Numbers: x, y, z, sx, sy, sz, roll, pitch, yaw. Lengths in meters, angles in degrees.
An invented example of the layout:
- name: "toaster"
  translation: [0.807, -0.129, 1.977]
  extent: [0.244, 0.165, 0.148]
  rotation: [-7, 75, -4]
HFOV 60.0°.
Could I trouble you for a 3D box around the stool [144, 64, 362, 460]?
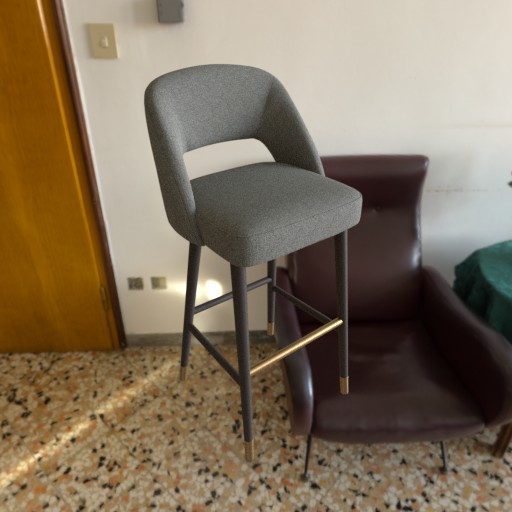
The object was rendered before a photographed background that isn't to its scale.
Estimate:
- name: "stool"
  translation: [0.000, 0.000, 1.418]
  extent: [0.536, 1.089, 0.524]
  rotation: [-21, 36, -32]
